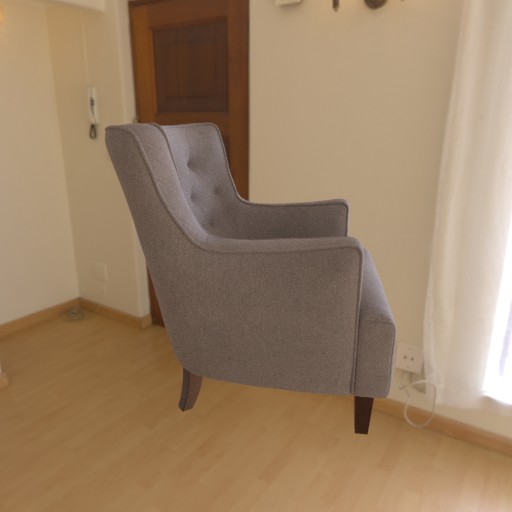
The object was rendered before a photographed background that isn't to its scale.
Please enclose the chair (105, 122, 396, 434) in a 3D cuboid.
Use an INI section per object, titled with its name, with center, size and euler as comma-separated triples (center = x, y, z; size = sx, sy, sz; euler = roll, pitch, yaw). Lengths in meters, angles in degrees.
[chair]
center = 0.000, 0.000, 1.594
size = 0.910, 0.919, 0.781
euler = 2, 17, 8
